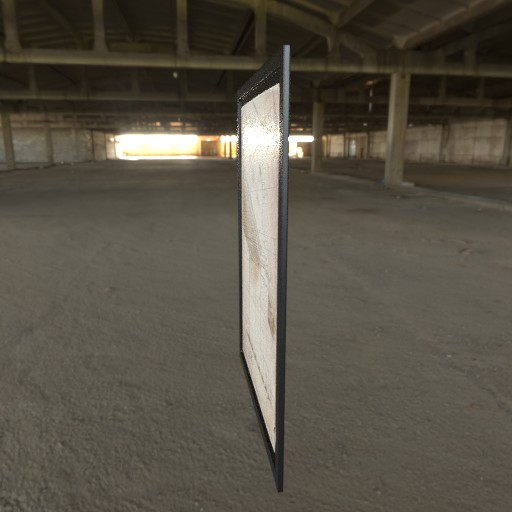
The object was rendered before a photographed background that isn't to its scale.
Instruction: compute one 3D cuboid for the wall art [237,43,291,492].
[{"bbox_3d":[0.000,0.000,1.261,0.013,0.967,0.707,-2,14,-9],"label":"wall art"}]
